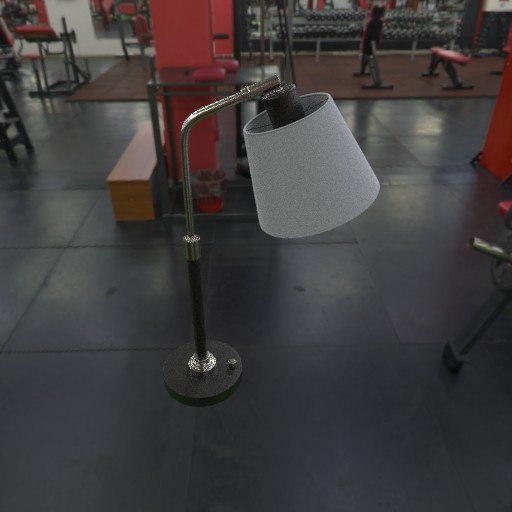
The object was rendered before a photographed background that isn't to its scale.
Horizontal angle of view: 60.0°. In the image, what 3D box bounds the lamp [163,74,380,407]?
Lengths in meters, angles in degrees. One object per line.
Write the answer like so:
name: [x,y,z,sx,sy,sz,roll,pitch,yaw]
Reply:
lamp: [0.000,0.000,0.700,0.348,0.539,0.181,0,32,1]
